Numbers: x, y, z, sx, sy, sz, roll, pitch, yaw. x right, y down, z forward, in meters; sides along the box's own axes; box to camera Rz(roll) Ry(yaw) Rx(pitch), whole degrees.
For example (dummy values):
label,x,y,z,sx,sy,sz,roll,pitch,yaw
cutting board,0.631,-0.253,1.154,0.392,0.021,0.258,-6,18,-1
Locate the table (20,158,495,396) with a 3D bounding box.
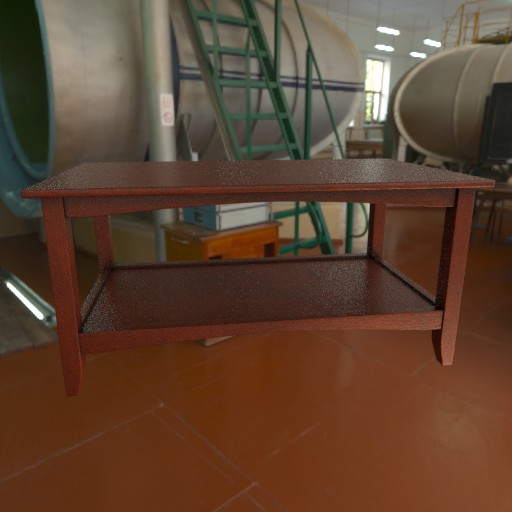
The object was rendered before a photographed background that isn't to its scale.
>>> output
label,x,y,z,sx,sy,sz,roll,pitch,yaw
table,0.000,0.000,1.186,0.943,0.456,0.533,-2,17,-8
